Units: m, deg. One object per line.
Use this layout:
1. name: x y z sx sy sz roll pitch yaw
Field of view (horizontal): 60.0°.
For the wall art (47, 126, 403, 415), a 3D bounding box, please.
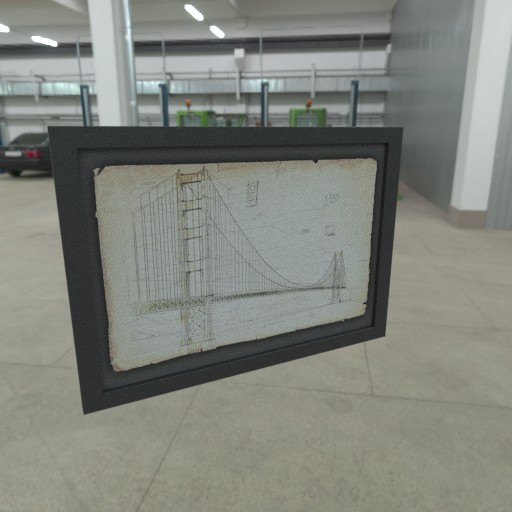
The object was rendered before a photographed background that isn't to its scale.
1. wall art: 0.000 0.000 0.546 0.432 0.306 0.016 -8 18 -25
